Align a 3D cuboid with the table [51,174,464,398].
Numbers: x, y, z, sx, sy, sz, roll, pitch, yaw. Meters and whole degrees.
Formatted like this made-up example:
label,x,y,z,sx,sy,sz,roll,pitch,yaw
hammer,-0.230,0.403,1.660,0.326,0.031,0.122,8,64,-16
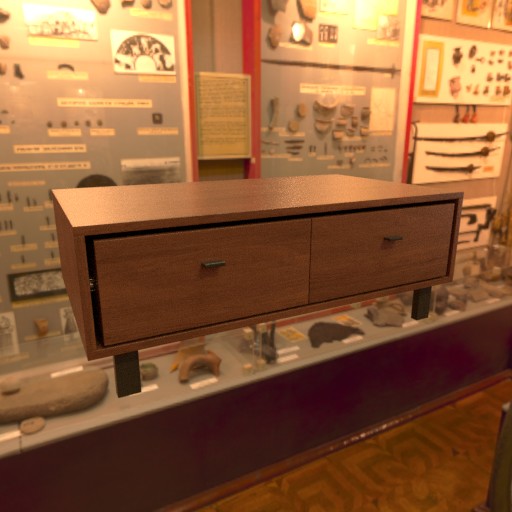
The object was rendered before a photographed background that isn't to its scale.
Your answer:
label,x,y,z,sx,sy,sz,roll,pitch,yaw
table,0.000,0.000,1.301,1.020,0.380,0.600,-8,18,-26
